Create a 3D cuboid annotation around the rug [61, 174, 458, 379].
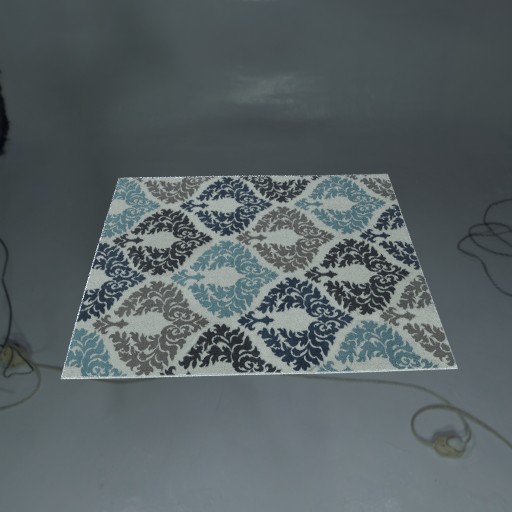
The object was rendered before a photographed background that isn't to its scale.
[{"bbox_3d":[0.000,0.000,4.180,3.040,0.014,2.423,-1,48,-1],"label":"rug"}]
